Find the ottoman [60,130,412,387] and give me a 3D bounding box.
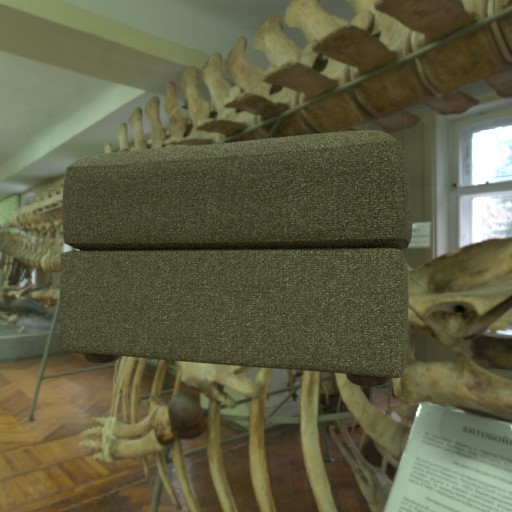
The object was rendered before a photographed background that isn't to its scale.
[{"bbox_3d":[0.000,0.000,1.117,0.742,0.476,0.598,0,-1,18],"label":"ottoman"}]
